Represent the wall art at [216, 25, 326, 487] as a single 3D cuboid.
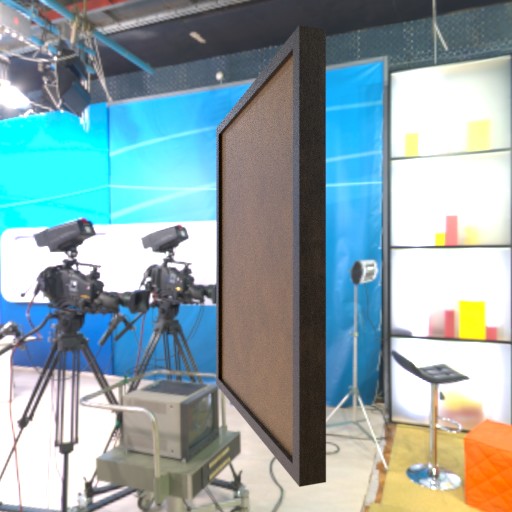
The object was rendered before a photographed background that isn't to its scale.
[{"bbox_3d":[0.000,0.000,0.550,0.027,0.406,0.329,0,0,-18],"label":"wall art"}]
